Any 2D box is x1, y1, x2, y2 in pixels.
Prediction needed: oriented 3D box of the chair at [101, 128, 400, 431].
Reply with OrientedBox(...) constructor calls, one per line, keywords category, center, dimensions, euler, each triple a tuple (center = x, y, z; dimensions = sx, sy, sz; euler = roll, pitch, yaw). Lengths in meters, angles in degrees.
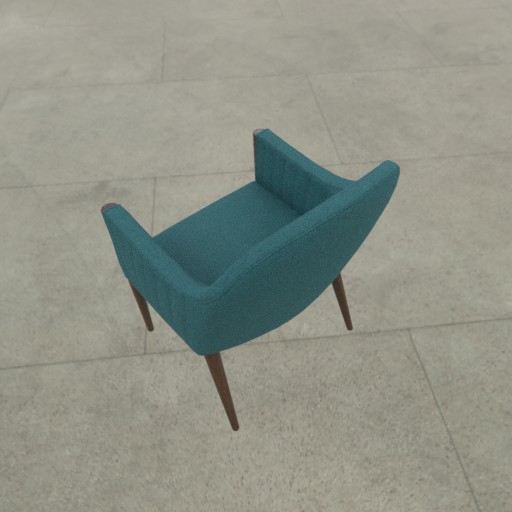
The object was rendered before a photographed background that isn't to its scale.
OrientedBox(category="chair", center=(0.000, 0.000, 1.366), dimensions=(0.656, 0.907, 0.652), euler=(-34, 56, -26))
